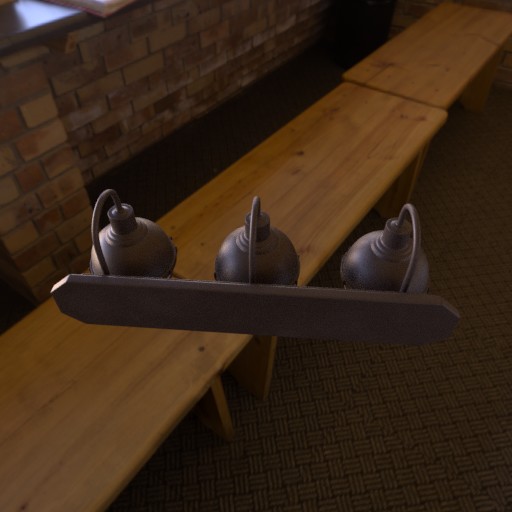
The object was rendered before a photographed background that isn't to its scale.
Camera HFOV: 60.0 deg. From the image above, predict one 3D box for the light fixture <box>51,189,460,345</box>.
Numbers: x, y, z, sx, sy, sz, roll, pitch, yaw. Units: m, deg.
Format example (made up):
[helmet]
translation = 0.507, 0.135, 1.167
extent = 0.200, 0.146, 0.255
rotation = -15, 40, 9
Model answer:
[light fixture]
translation = 0.000, 0.000, 0.767
extent = 0.634, 0.254, 0.229
rotation = 3, 46, 3
